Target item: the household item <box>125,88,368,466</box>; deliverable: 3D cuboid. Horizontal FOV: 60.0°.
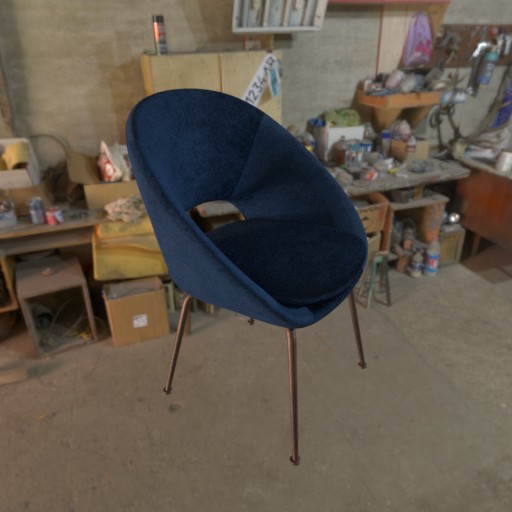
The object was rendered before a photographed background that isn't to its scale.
[{"bbox_3d":[0.000,0.000,1.242,0.573,0.852,0.623,16,30,31],"label":"household item"}]
